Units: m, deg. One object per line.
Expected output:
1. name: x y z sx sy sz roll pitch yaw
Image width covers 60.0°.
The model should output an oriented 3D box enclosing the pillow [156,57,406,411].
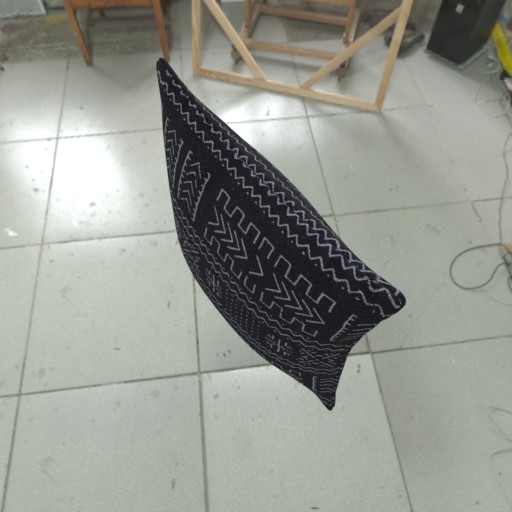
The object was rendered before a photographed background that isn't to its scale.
1. pillow: 0.000 0.000 0.658 0.164 0.430 0.438 -32 64 -18
